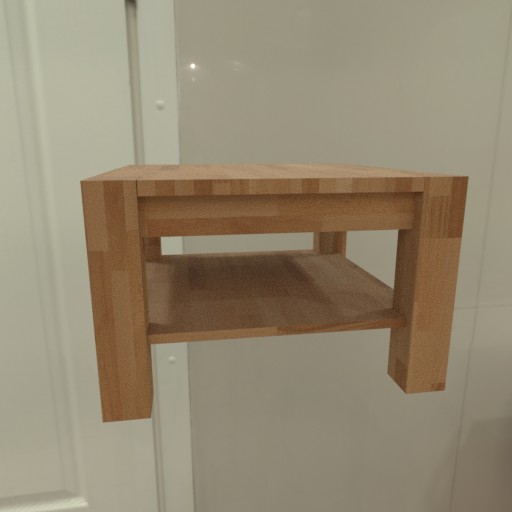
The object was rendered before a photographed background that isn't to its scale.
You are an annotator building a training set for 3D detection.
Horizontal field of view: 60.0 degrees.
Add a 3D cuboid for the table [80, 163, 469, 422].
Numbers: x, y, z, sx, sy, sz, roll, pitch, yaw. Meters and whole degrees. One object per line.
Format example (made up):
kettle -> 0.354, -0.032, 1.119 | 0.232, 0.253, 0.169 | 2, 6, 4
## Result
table -> 0.000, 0.000, 1.170 | 0.700, 0.451, 0.700 | -2, 14, -9
